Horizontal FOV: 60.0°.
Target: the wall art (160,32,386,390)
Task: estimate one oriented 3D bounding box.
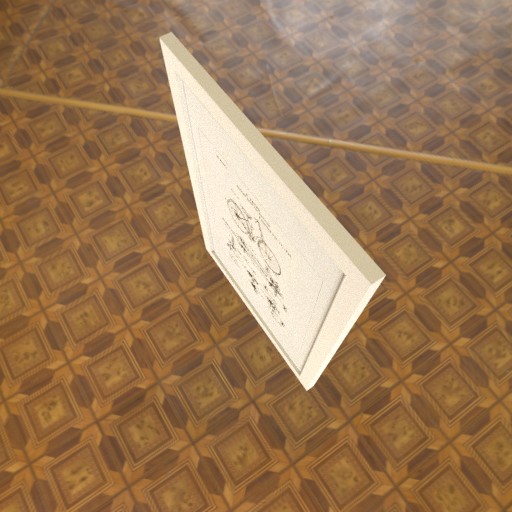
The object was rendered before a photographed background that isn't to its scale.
[{"bbox_3d":[0.000,0.000,0.610,0.015,0.477,0.332,-31,68,-14],"label":"wall art"}]
